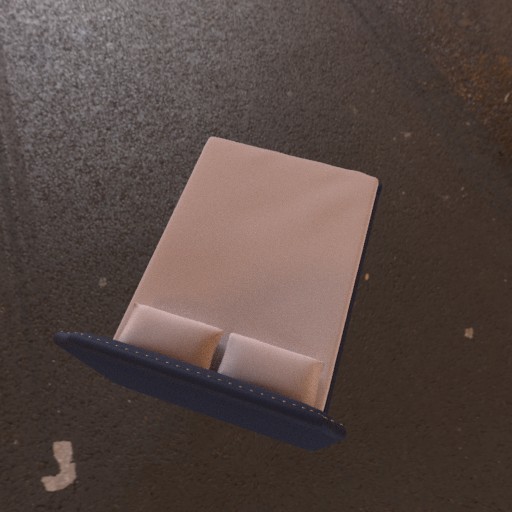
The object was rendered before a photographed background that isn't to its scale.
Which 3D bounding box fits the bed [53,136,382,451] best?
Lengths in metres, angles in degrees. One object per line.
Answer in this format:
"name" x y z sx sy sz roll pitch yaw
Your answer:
"bed" 0.000 0.000 3.425 1.712 1.443 2.372 16 65 8
